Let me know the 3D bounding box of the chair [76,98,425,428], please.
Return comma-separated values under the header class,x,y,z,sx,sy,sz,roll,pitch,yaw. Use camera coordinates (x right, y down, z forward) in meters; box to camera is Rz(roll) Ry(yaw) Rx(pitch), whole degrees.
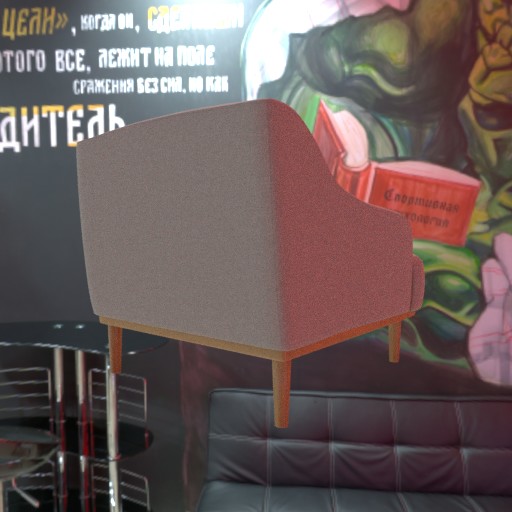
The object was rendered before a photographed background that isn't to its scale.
class,x,y,z,sx,sy,sz,roll,pitch,yaw
chair,0.000,0.000,1.611,0.946,0.818,0.951,2,4,38
